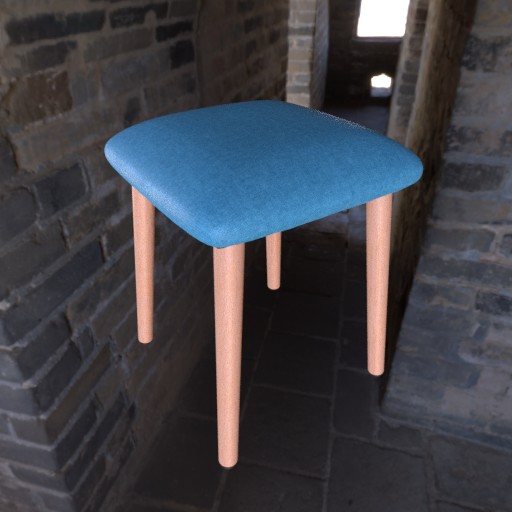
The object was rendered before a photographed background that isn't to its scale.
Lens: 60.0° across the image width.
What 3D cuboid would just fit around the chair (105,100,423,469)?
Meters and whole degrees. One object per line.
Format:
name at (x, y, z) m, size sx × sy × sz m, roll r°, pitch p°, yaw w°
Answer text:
chair at (0.000, 0.000, 0.730) m, size 0.360 × 0.450 × 0.360 m, roll -20°, pitch 37°, yaw -28°
